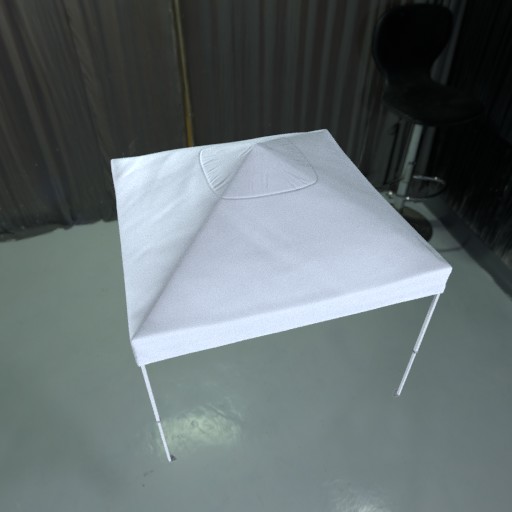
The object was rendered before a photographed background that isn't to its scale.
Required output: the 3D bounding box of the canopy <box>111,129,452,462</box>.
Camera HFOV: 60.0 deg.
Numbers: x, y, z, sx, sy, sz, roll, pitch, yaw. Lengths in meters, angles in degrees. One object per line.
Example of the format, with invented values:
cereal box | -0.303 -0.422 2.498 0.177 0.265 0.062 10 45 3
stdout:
canopy | 0.000 0.000 5.398 2.996 2.997 2.998 -11 43 -12
